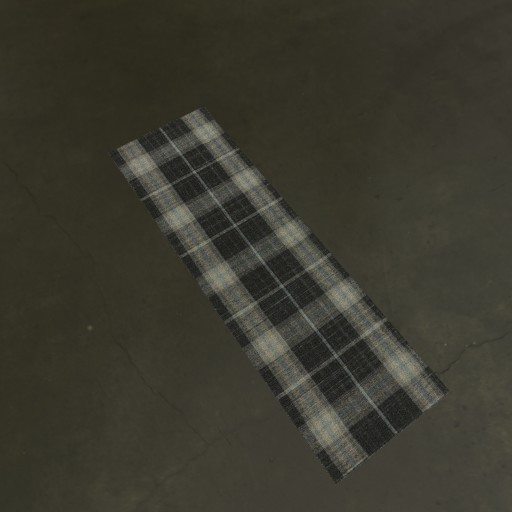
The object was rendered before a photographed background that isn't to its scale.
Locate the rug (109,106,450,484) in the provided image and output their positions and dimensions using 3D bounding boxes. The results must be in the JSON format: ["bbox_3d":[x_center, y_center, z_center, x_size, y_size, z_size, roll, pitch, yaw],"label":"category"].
[{"bbox_3d":[0.000,0.000,2.646,0.760,0.012,2.434,-31,67,-15],"label":"rug"}]
